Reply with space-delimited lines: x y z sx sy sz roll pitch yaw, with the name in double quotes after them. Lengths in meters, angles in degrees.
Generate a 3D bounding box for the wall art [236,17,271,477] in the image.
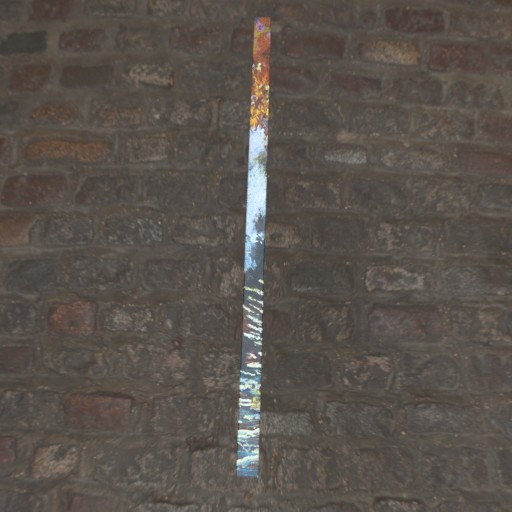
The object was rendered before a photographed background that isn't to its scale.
0.000 0.000 1.134 0.037 0.604 0.908 2 75 0 "wall art"
